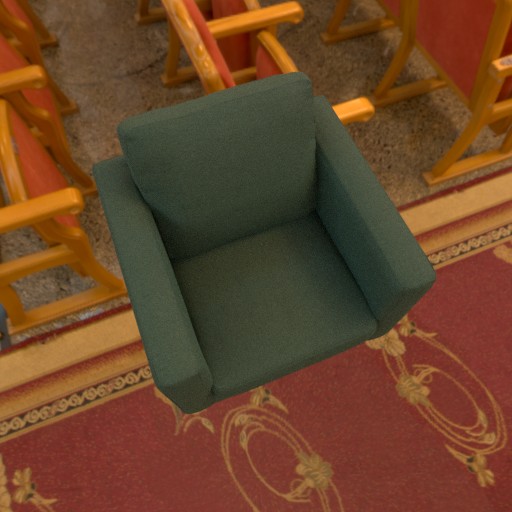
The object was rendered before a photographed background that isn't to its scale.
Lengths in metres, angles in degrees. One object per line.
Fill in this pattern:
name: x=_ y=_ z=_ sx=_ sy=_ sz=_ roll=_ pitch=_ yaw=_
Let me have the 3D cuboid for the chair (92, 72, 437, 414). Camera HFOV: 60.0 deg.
chair: x=0.000 y=0.000 z=1.552 sx=0.855 sy=0.927 sz=0.800 roll=-20 pitch=65 yaw=-10
